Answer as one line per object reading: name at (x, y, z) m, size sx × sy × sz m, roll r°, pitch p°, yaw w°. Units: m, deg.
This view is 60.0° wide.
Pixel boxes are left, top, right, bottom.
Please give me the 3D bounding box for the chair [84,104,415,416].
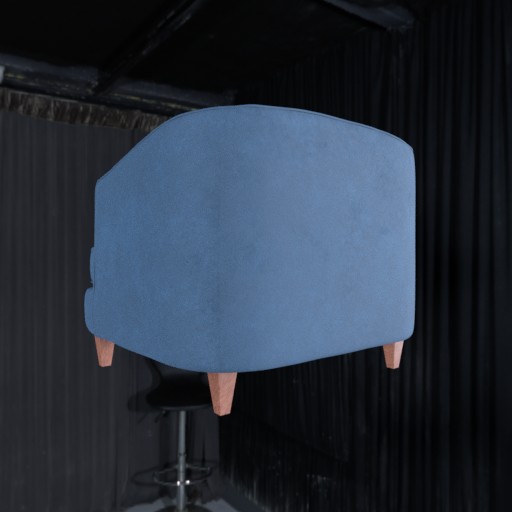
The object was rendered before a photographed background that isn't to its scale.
chair at (0.000, 0.000, 1.733) m, size 1.094 × 0.852 × 0.940 m, roll -1°, pitch 1°, yaw -38°
